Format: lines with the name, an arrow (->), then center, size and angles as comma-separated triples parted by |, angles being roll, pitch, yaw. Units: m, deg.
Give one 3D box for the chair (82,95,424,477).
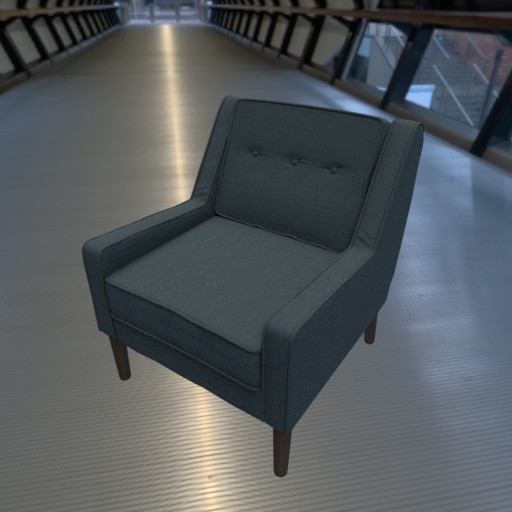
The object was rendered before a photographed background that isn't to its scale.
chair -> 0.000, 0.000, 1.305 | 0.663, 0.780, 0.733 | 19, 36, 29
